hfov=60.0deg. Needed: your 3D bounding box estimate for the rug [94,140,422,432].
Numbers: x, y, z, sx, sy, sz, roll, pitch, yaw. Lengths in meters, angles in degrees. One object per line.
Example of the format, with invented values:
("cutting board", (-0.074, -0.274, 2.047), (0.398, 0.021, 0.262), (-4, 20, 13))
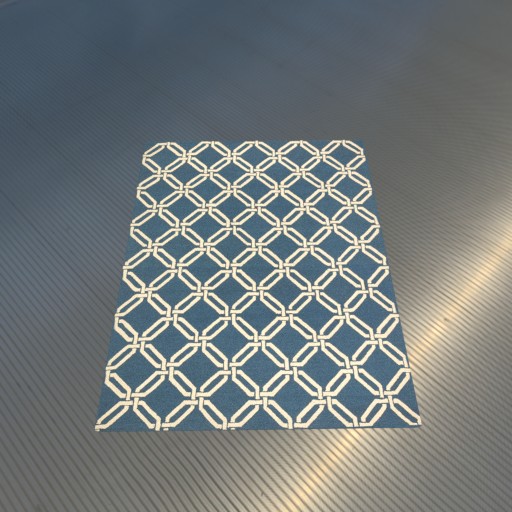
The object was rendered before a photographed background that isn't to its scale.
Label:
("rug", (0.000, 0.000, 3.842), (2.277, 0.020, 2.867), (-1, 57, 0))
